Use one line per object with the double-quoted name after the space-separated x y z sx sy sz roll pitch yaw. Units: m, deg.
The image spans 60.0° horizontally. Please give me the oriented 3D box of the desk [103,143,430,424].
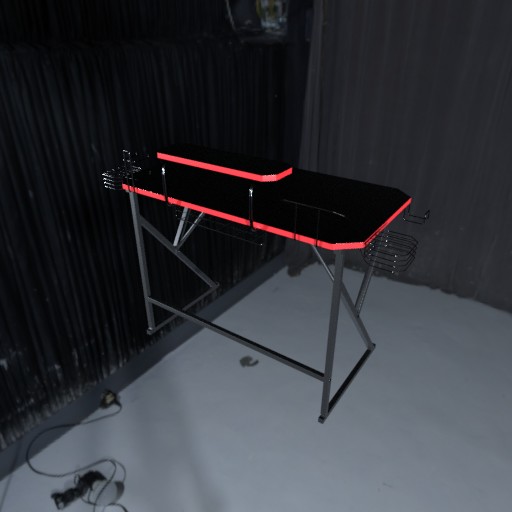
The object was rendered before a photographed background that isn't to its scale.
0.000 0.000 1.810 1.280 0.913 0.588 18 34 30 "desk"
